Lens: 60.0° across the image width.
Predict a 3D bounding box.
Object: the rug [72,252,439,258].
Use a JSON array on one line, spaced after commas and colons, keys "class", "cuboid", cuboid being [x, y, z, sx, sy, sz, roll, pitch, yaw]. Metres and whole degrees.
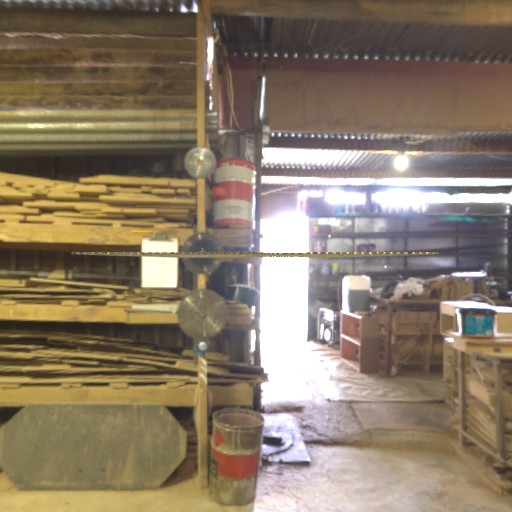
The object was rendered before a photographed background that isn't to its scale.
[{"class": "rug", "cuboid": [0.000, 0.000, 3.047, 1.524, 0.010, 2.438, 0, -1, 0]}]
